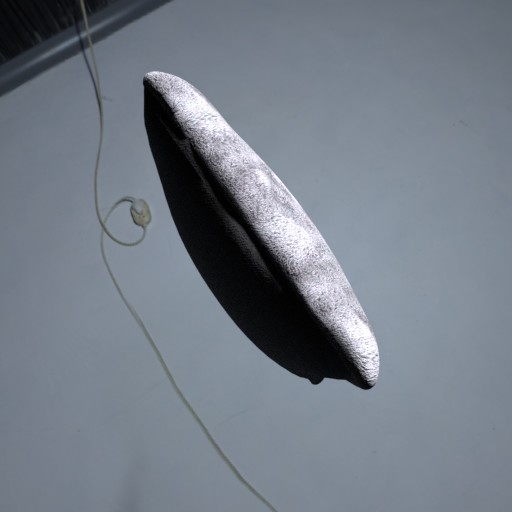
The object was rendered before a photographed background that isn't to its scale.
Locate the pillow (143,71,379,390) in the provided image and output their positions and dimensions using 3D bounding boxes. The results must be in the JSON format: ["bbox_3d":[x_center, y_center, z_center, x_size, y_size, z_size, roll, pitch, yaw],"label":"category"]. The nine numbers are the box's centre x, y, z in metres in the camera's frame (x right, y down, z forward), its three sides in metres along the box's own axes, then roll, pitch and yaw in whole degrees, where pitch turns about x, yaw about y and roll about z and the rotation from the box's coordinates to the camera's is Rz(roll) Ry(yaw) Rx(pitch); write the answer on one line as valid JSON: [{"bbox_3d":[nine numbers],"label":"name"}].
[{"bbox_3d":[0.000,0.000,0.800,0.204,0.520,0.522,-34,77,-9],"label":"pillow"}]
